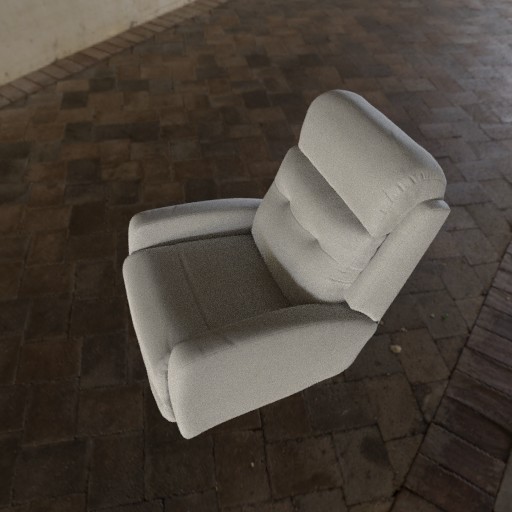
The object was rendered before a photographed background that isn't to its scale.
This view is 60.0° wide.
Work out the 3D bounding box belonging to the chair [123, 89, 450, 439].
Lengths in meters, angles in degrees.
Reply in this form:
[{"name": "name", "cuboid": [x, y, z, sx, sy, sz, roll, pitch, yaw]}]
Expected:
[{"name": "chair", "cuboid": [0.000, 0.000, 1.708, 1.043, 1.013, 0.798, -17, 50, -15]}]
